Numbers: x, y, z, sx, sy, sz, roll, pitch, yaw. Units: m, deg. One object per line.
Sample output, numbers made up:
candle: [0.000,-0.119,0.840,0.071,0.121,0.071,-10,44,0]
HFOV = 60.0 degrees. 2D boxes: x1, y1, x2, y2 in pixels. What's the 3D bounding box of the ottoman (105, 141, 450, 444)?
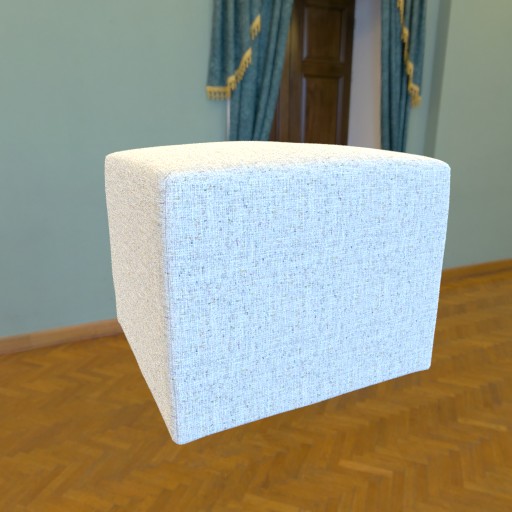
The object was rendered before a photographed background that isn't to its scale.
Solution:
ottoman: [0.000,0.000,0.912,0.512,0.453,0.521,-8,17,-25]
